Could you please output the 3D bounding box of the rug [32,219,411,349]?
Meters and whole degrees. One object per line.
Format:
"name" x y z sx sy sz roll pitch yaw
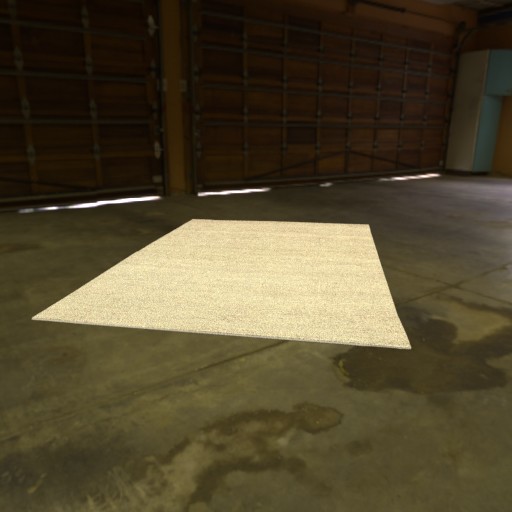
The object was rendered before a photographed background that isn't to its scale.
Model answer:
"rug" 0.000 0.000 2.920 1.609 0.030 2.342 3 16 10
